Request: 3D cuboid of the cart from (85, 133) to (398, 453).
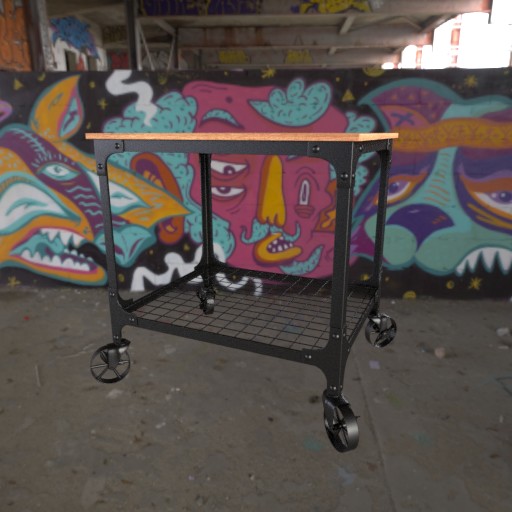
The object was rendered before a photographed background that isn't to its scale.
[{"bbox_3d":[0.000,0.000,1.129,0.666,0.603,0.558,7,17,23],"label":"cart"}]
